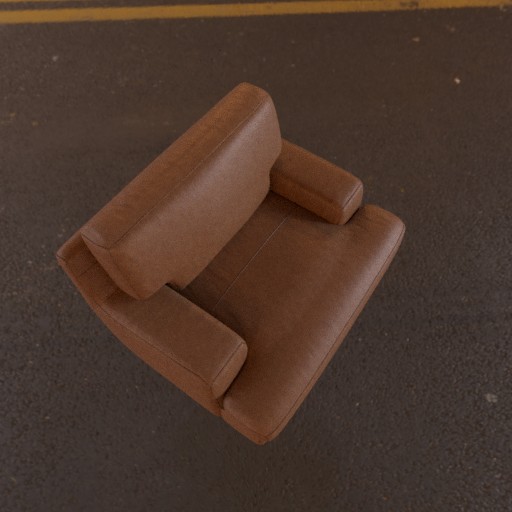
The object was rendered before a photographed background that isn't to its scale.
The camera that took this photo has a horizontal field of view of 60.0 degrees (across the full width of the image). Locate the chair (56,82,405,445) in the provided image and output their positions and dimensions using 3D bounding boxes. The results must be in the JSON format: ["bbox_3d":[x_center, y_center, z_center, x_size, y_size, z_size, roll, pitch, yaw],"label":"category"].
[{"bbox_3d":[0.000,0.000,2.048,1.050,0.978,1.276,31,64,17],"label":"chair"}]
